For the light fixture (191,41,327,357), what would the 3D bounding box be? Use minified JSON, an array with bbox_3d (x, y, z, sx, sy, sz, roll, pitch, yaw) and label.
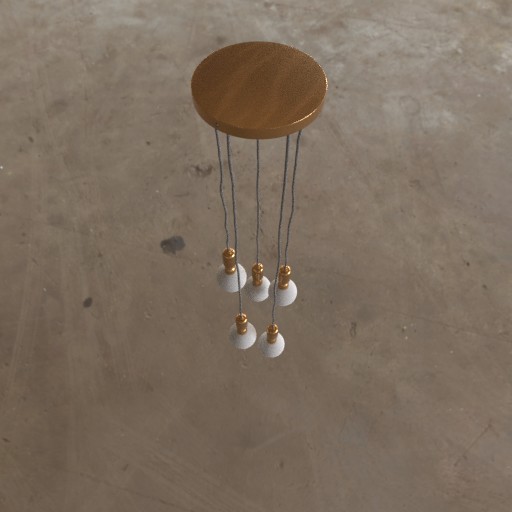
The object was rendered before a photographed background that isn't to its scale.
[{"bbox_3d":[0.000,0.000,0.505,0.108,0.457,0.105,32,63,18],"label":"light fixture"}]
